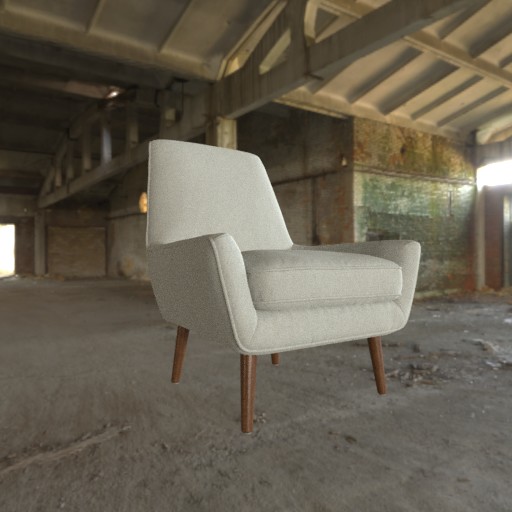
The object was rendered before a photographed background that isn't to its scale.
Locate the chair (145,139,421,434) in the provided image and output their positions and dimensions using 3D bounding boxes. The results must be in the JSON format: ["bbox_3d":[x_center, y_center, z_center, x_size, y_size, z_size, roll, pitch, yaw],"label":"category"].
[{"bbox_3d":[0.000,0.000,1.529,0.787,0.888,0.822,0,0,-36],"label":"chair"}]
